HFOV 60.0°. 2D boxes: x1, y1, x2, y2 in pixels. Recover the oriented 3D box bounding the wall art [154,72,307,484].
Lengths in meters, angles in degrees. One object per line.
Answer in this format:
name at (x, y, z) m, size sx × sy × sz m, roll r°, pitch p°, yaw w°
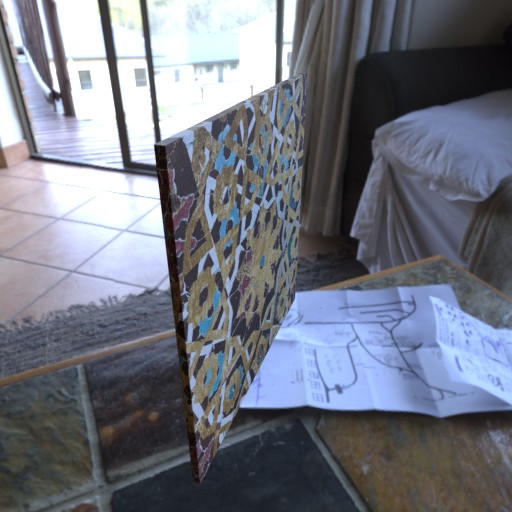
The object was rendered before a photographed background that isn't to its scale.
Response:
wall art at (0.000, 0.000, 0.591) m, size 0.010 × 0.406 × 0.404 m, roll 11°, pitch 32°, yaw 18°
